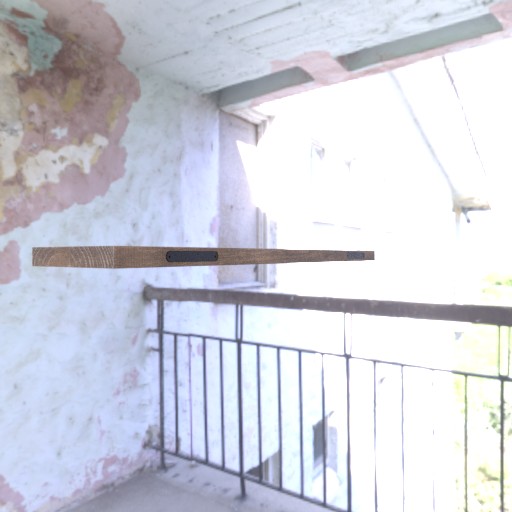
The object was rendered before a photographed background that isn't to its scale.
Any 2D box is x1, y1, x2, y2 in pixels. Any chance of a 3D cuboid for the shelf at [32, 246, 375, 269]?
[{"bbox_3d":[0.000,0.000,0.672,0.140,0.020,0.610,0,0,36],"label":"shelf"}]
